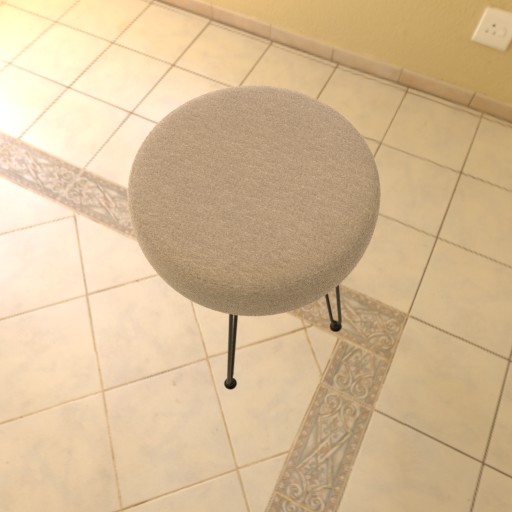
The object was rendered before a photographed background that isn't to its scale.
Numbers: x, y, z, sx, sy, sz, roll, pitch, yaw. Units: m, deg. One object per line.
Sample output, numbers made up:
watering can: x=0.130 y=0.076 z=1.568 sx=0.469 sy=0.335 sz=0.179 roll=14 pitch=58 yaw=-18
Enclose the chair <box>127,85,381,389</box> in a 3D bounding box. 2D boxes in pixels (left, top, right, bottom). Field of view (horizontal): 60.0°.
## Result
chair: x=0.000 y=0.000 z=0.697 sx=0.350 sy=0.440 sz=0.350 roll=16 pitch=65 yaw=8
